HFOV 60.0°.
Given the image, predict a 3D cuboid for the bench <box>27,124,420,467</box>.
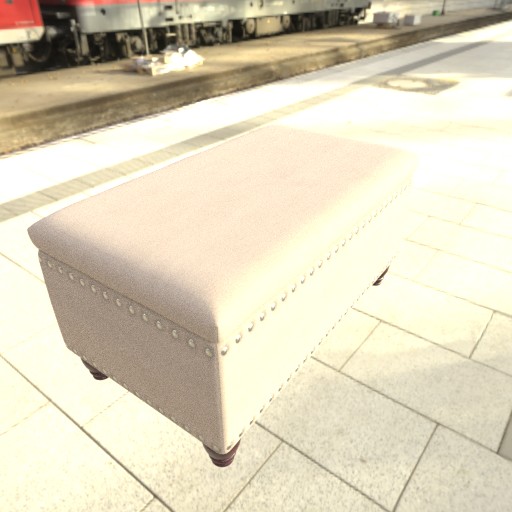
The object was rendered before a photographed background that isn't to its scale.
[{"bbox_3d":[0.000,0.000,1.164,0.500,0.449,0.887,21,38,30],"label":"bench"}]
